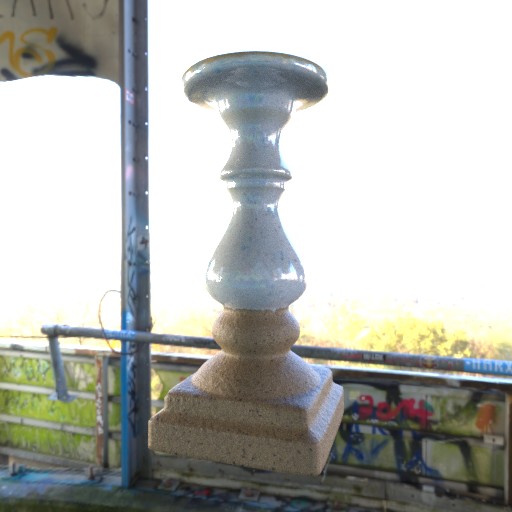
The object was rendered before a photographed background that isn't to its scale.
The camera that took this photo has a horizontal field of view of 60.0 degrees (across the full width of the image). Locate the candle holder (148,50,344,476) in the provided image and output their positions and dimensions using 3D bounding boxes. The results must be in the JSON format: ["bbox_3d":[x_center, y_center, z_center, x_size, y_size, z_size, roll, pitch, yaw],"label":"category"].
[{"bbox_3d":[0.000,0.000,0.306,0.110,0.239,0.110,0,1,19],"label":"candle holder"}]
